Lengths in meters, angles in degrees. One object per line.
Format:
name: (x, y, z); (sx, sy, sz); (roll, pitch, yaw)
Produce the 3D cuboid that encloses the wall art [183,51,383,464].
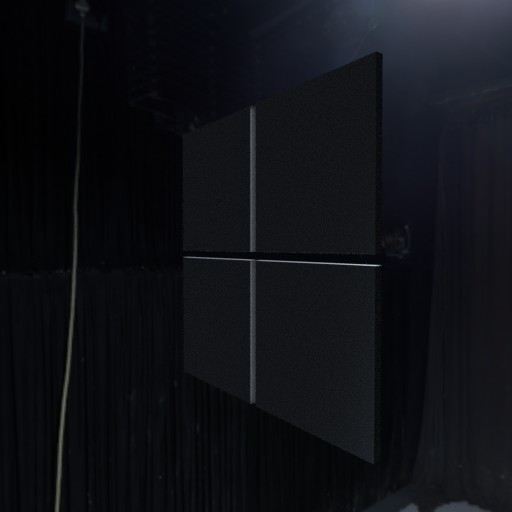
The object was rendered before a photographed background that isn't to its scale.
wall art: (0.000, 0.000, 1.658); (0.029, 1.118, 1.118); (-1, 2, -37)
